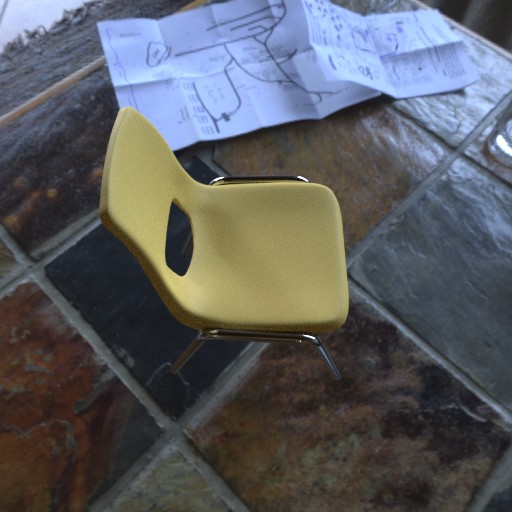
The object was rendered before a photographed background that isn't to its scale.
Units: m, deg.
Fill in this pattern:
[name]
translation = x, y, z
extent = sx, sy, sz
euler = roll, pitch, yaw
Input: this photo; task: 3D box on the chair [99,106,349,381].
[chair]
translation = 0.000, 0.000, 0.922
extent = 0.436, 0.653, 0.381
euler = 1, 63, 0
